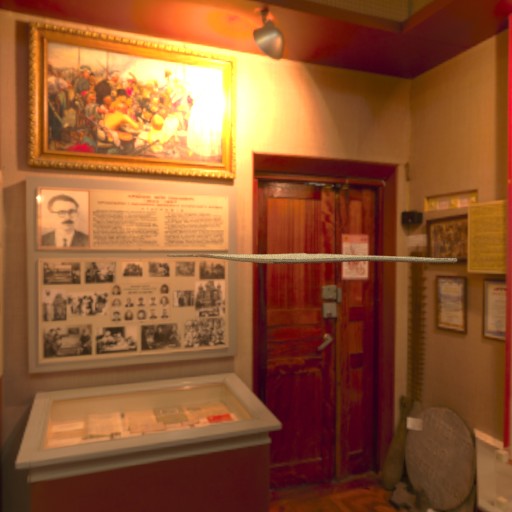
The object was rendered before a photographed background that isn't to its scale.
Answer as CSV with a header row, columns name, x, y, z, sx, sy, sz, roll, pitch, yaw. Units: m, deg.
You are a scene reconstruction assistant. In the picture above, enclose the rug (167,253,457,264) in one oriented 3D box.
name,x,y,z,sx,sy,sz,roll,pitch,yaw
rug,0.000,0.000,2.508,0.692,0.032,2.320,0,1,-19
